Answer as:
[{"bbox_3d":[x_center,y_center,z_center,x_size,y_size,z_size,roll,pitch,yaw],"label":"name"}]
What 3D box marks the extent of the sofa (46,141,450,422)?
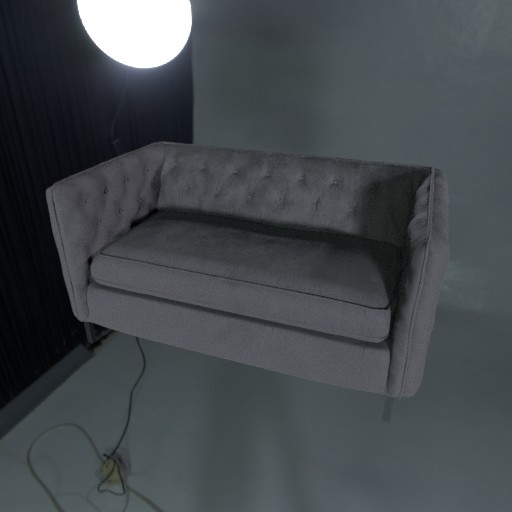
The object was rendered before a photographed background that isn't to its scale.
[{"bbox_3d":[0.000,0.000,2.096,1.583,0.810,0.909,10,29,18],"label":"sofa"}]
